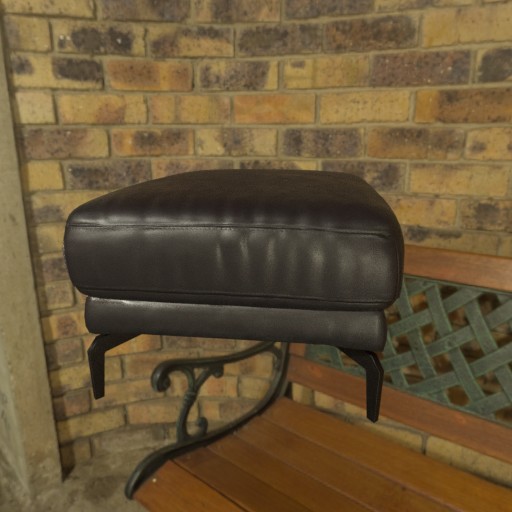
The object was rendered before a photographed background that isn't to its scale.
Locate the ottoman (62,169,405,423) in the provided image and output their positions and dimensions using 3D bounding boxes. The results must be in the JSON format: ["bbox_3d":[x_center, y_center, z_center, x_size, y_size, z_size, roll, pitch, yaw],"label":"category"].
[{"bbox_3d":[0.000,0.000,1.072,0.570,0.402,0.764,2,15,8],"label":"ottoman"}]
